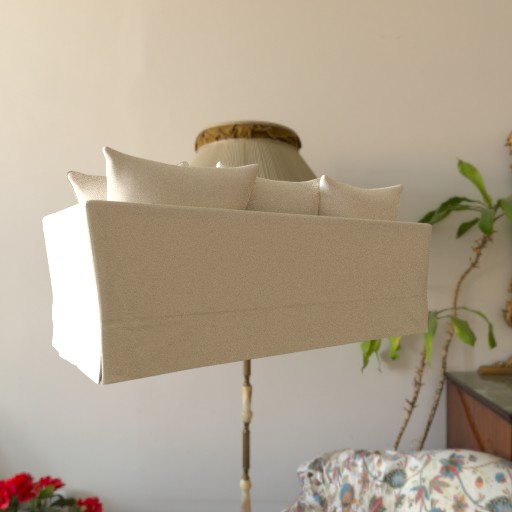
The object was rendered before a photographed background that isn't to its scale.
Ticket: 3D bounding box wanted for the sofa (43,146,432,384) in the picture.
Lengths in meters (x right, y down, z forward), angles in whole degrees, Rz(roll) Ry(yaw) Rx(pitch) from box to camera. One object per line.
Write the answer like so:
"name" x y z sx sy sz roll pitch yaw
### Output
"sofa" 0.000 0.000 2.778 2.290 1.034 1.031 0 0 -35
